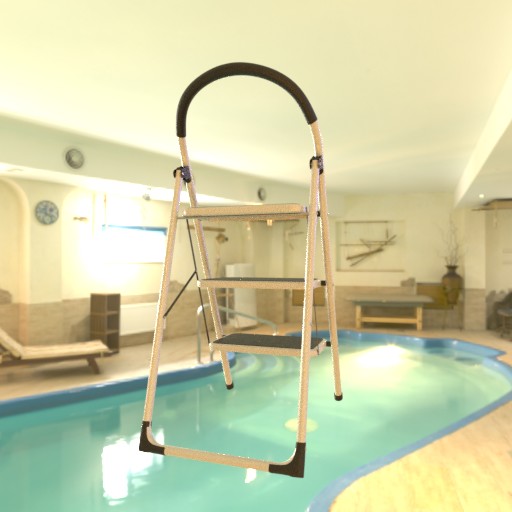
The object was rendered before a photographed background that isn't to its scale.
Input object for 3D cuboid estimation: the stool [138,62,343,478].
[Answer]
[{"bbox_3d":[0.000,0.000,1.487,0.485,1.109,0.676,0,0,19],"label":"stool"}]
